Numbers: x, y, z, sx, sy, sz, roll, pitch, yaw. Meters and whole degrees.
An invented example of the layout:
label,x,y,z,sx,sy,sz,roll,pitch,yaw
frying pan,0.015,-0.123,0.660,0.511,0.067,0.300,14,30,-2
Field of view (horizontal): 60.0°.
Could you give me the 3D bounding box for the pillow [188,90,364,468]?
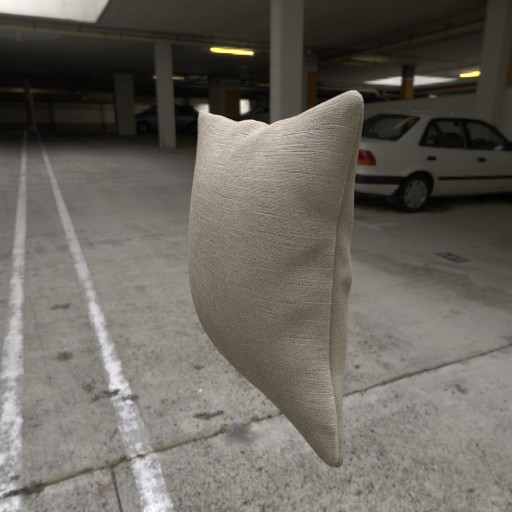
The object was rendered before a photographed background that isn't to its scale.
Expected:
label,x,y,z,sx,sy,sz,roll,pitch,yaw
pillow,0.000,0.000,0.645,0.162,0.420,0.437,-7,17,-25
